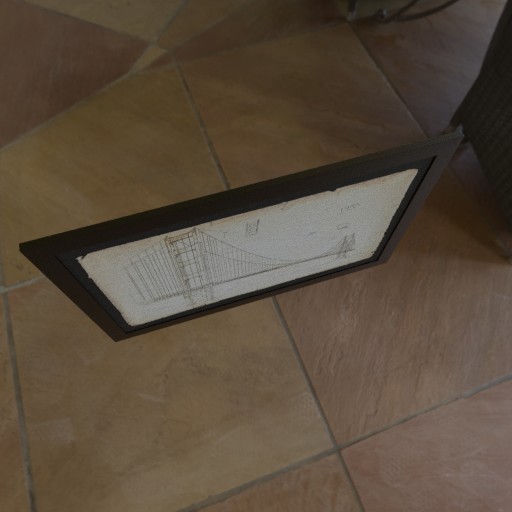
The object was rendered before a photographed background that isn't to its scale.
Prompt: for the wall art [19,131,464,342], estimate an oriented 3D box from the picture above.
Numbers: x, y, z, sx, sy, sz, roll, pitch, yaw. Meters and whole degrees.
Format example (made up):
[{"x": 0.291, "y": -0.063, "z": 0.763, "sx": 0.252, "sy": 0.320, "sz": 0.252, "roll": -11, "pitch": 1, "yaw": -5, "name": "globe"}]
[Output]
[{"x": 0.000, "y": 0.000, "z": 0.833, "sx": 0.660, "sy": 0.447, "sz": 0.013, "roll": -16, "pitch": 65, "yaw": -8, "name": "wall art"}]
